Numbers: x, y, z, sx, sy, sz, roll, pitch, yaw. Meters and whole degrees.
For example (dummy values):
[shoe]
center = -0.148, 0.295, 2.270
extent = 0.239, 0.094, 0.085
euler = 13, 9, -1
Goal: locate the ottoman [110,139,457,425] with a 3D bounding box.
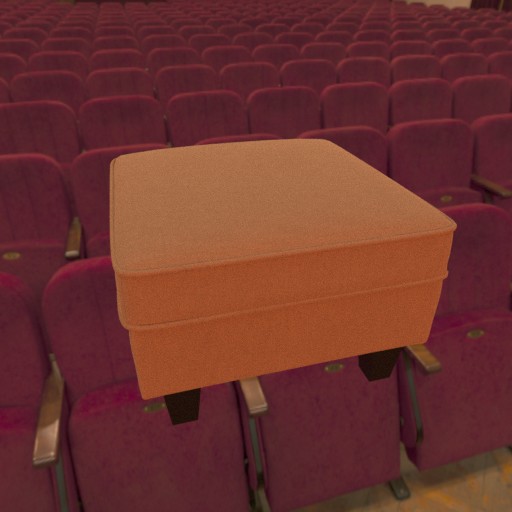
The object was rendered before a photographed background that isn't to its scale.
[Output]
[ottoman]
center = 0.000, 0.000, 1.050
extent = 0.616, 0.438, 0.613
euler = -8, 31, -14
